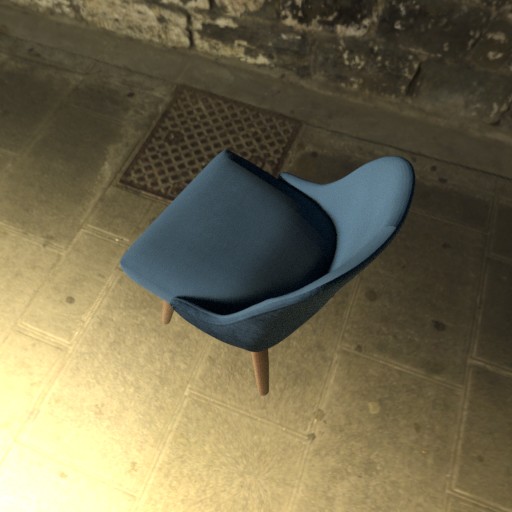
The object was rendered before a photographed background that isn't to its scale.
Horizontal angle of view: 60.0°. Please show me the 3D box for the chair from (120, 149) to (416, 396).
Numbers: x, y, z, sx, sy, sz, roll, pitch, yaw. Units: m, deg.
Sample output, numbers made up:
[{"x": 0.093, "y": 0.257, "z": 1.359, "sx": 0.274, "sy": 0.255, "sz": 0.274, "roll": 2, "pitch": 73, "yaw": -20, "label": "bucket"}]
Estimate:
[{"x": 0.000, "y": 0.000, "z": 1.207, "sx": 0.589, "sy": 0.882, "sz": 0.503, "roll": 32, "pitch": 68, "yaw": 15, "label": "chair"}]
